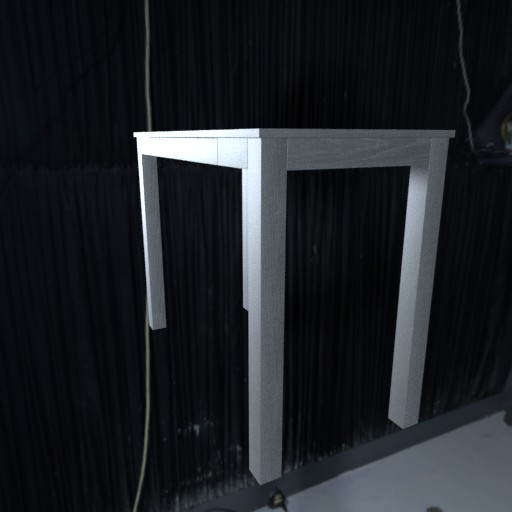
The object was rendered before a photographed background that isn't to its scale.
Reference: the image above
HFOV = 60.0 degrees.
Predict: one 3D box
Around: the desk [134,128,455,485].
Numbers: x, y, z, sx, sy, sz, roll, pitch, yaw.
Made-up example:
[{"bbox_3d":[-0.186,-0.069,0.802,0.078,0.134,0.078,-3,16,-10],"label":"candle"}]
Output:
[{"bbox_3d":[0.000,0.000,1.410,0.499,0.762,0.991,-8,17,-26],"label":"desk"}]
